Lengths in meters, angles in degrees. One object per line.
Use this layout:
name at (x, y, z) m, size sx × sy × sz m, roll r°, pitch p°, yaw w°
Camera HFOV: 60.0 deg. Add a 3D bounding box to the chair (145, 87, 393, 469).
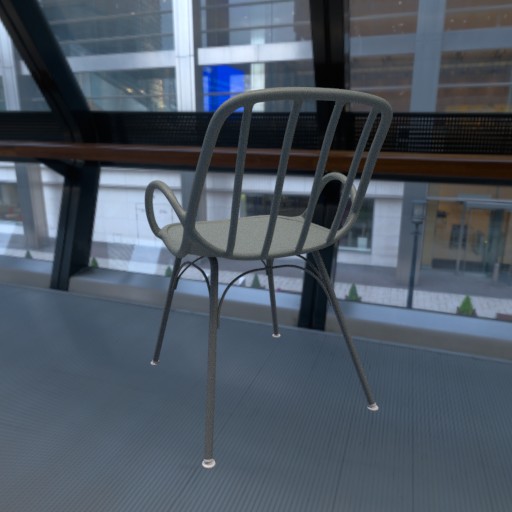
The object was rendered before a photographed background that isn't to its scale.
chair at (0.000, 0.000, 1.217) m, size 0.549 × 0.816 × 0.597 m, roll -7°, pitch 17°, yaw -26°
